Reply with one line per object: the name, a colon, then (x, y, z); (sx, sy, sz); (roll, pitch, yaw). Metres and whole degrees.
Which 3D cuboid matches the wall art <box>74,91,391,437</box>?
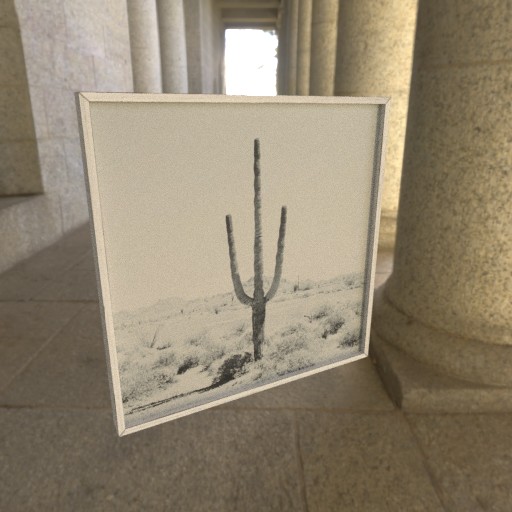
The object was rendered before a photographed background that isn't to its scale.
wall art: (0.000, 0.000, 0.745); (0.508, 0.508, 0.038); (-10, 20, -27)
